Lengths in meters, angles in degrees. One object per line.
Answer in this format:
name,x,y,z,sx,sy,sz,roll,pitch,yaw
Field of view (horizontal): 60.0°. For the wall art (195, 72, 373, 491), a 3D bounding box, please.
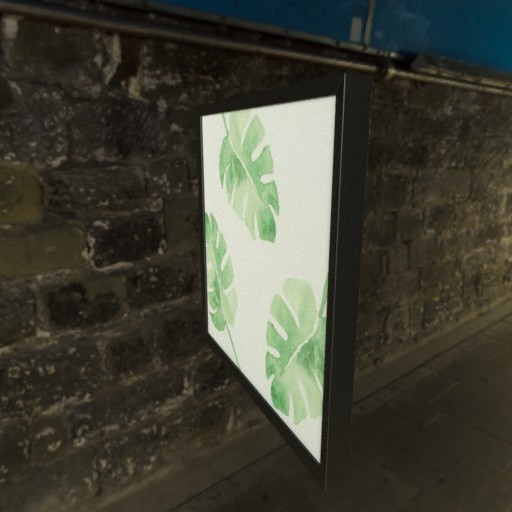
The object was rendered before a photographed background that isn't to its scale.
wall art,0.000,0.000,0.741,0.036,0.508,0.508,-7,16,-24
